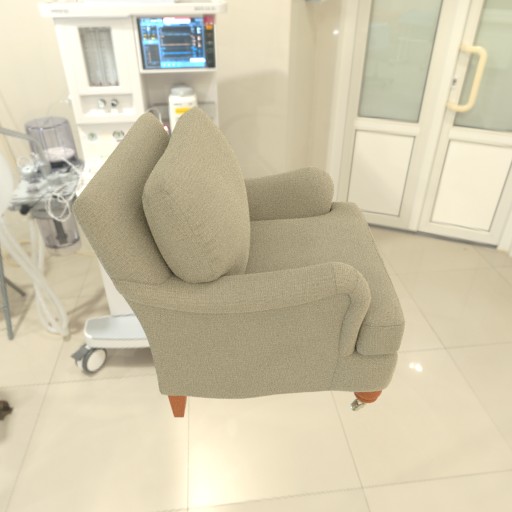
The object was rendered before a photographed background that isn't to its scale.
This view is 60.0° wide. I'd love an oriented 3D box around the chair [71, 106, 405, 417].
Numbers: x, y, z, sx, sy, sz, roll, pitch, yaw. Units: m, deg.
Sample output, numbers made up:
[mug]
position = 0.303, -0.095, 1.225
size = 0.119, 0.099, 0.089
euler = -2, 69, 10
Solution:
[chair]
position = 0.000, 0.000, 1.872
size = 1.070, 1.038, 0.955
euler = 0, 34, 0
